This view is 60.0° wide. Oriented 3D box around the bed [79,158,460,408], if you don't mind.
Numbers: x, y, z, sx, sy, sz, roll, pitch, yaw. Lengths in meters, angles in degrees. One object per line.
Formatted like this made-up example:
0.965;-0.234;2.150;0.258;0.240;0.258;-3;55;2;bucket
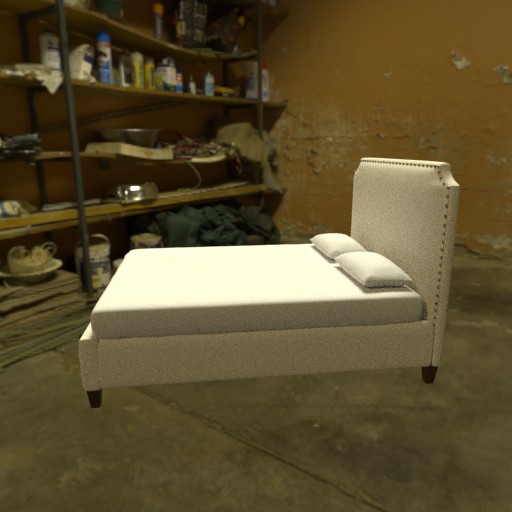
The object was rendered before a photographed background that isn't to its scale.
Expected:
0.000;0.000;3.526;2.372;1.497;1.712;-2;14;-7;bed
